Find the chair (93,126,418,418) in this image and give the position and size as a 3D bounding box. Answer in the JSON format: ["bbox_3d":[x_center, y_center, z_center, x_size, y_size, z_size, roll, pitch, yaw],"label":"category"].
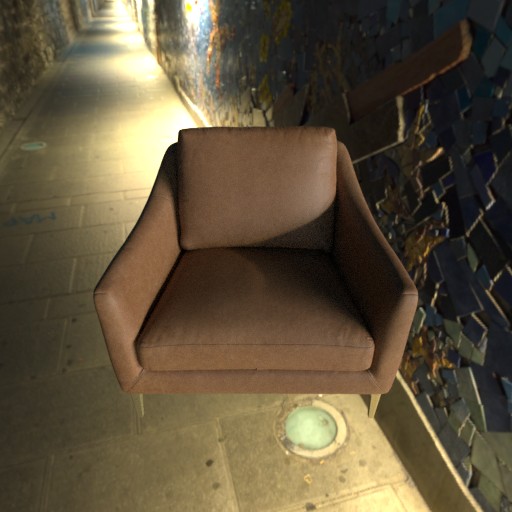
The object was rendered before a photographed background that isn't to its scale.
[{"bbox_3d":[0.000,0.000,1.788,0.988,0.895,0.963,0,31,0],"label":"chair"}]
